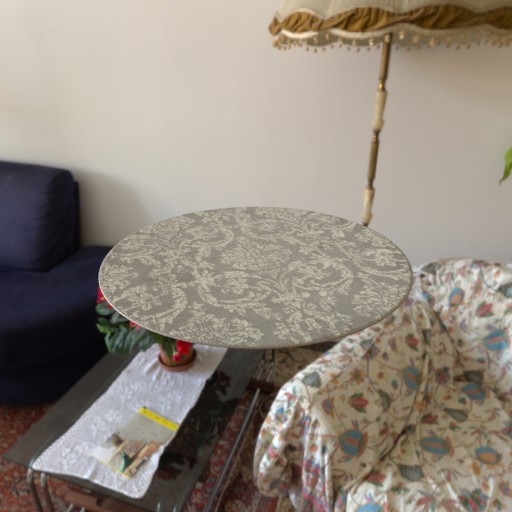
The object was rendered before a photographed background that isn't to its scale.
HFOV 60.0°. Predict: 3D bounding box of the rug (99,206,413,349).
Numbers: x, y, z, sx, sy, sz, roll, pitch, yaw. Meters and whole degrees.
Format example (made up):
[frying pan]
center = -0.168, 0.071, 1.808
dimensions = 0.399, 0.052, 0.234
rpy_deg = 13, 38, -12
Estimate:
[rug]
center = 0.000, 0.000, 2.357
dimensions = 1.593, 0.012, 1.593
rpy_deg = 0, 25, 0
